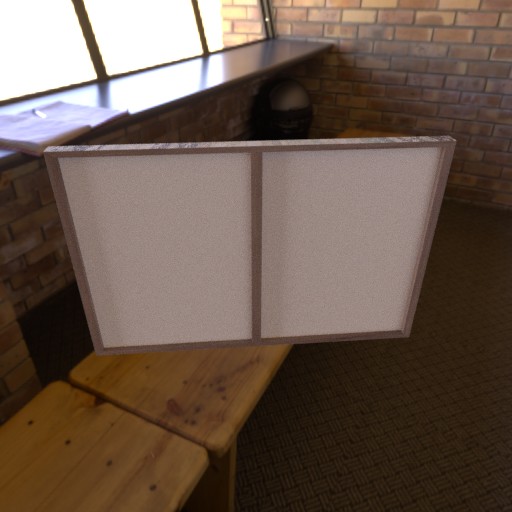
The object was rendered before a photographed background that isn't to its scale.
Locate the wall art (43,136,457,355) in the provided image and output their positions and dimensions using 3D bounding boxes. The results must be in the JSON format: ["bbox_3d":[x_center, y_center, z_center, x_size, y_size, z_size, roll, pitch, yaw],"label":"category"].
[{"bbox_3d":[0.000,0.000,1.157,0.919,0.598,0.038,-3,32,-4],"label":"wall art"}]
